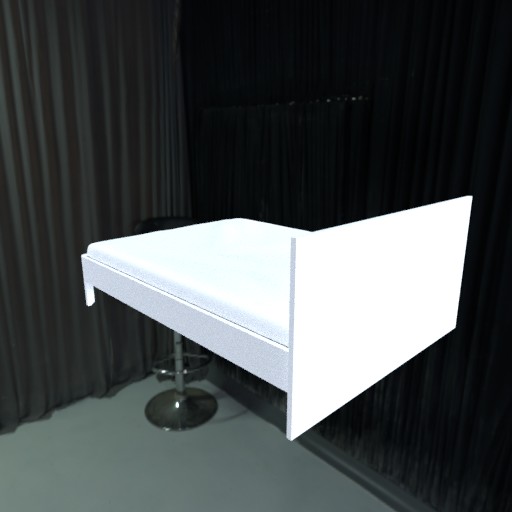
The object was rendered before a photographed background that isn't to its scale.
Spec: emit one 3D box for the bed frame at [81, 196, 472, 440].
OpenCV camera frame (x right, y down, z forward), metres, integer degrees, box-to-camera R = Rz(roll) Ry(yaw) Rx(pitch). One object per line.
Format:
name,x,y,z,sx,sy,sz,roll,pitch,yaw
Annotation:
bed frame,0.000,0.000,2.774,1.490,0.800,1.950,-14,21,-42
